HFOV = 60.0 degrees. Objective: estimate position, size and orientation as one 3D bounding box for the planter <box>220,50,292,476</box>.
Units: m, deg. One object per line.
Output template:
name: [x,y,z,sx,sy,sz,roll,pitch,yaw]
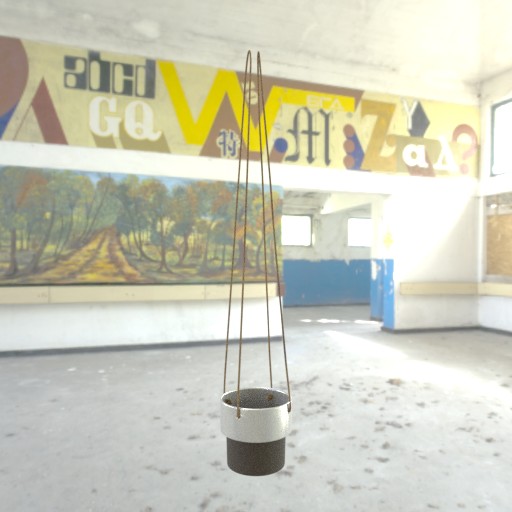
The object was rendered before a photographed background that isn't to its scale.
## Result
planter: [0.000,0.000,1.156,0.187,1.073,0.187,0,0,-18]
